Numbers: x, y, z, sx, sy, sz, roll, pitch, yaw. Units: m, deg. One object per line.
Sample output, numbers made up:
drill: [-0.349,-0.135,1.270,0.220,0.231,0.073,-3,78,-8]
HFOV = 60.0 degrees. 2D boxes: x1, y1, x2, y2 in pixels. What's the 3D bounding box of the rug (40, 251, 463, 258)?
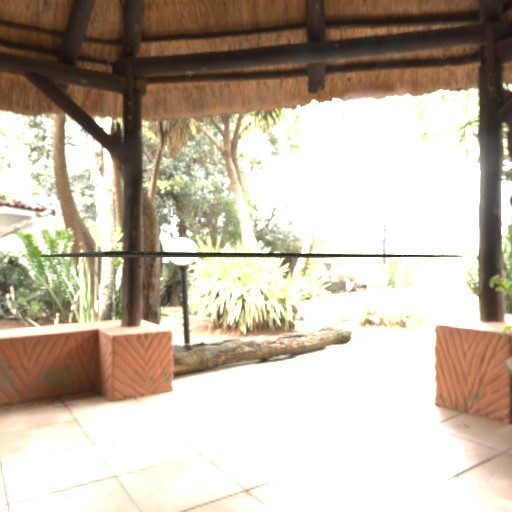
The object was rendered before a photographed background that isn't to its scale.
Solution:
rug: [0.000,0.000,3.007,2.438,0.015,1.524,0,-1,-34]
